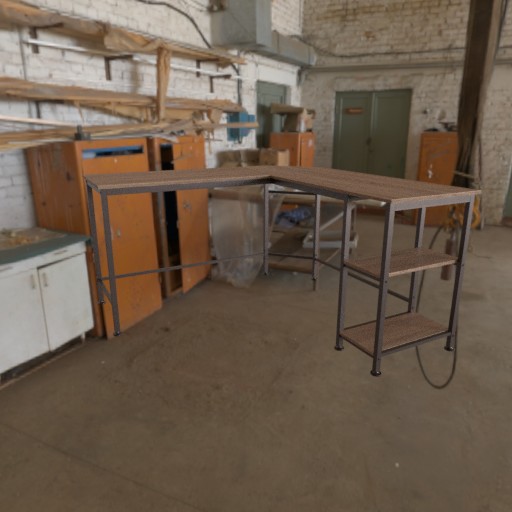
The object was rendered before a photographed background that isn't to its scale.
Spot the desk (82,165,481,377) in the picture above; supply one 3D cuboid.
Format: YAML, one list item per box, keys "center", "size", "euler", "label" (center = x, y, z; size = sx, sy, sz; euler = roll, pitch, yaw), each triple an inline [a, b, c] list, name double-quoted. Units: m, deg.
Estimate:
- center: [0.000, 0.000, 2.212]
  size: [1.379, 0.739, 1.379]
  euler: [-9, 19, -27]
  label: "desk"
